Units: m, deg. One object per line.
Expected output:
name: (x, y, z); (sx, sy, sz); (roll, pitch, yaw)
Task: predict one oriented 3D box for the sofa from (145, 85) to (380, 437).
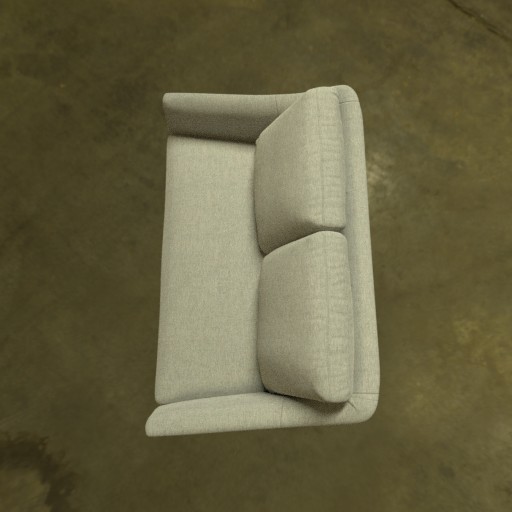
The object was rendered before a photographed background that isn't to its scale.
sofa: (0.000, 0.000, 2.171); (0.960, 0.904, 1.619); (0, 76, 0)
